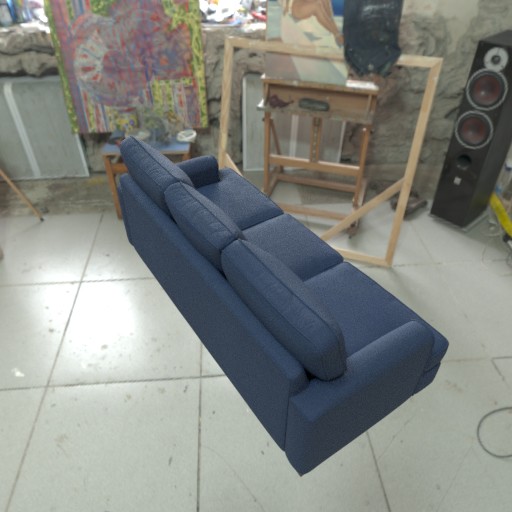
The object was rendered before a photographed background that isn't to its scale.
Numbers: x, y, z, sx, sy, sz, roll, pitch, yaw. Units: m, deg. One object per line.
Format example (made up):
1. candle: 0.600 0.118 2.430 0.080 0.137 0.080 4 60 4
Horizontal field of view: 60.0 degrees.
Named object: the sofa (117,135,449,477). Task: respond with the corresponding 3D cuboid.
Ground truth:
1. sofa: 0.000 0.000 2.666 0.951 0.965 2.158 -23 46 -25
